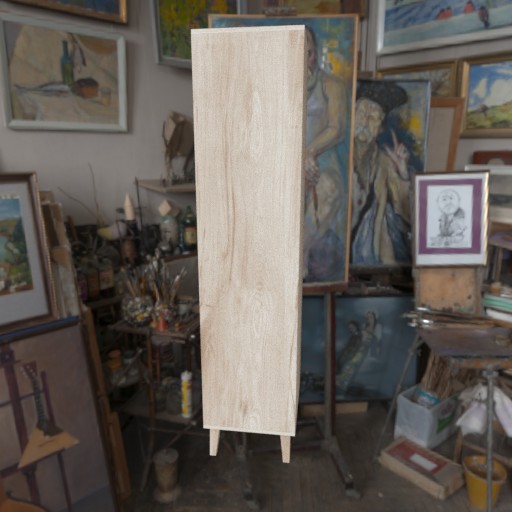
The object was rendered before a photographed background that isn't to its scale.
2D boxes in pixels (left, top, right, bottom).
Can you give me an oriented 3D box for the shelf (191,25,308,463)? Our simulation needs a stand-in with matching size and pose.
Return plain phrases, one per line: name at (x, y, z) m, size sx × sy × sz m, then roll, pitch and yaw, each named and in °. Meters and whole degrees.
shelf at (0.000, 0.000, 2.205) m, size 0.450 × 1.960 × 0.510 m, roll 2°, pitch 14°, yaw 8°
